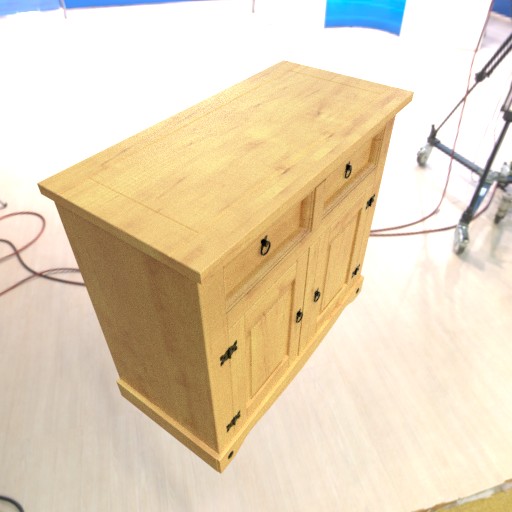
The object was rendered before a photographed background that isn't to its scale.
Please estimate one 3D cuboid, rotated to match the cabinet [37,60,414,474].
[{"bbox_3d":[0.000,0.000,1.376,0.450,0.840,0.920,26,48,26],"label":"cabinet"}]
